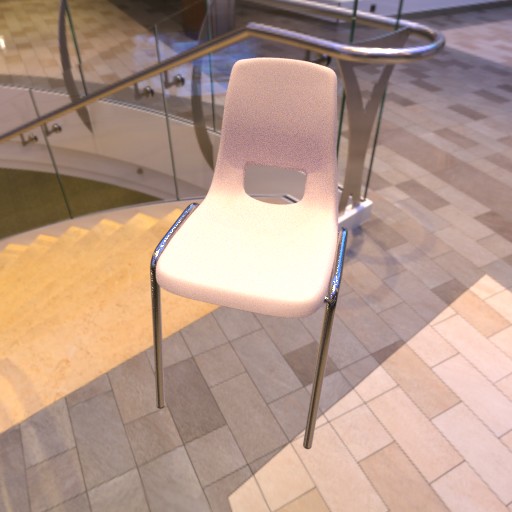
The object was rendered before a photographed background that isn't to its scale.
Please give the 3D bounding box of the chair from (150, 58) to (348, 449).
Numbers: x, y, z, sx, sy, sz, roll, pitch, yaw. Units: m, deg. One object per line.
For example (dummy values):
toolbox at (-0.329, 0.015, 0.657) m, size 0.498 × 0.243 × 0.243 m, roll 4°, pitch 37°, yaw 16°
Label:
chair at (0.000, 0.000, 0.966) m, size 0.381 × 0.704 × 0.436 m, roll 10°, pitch 41°, yaw 12°
